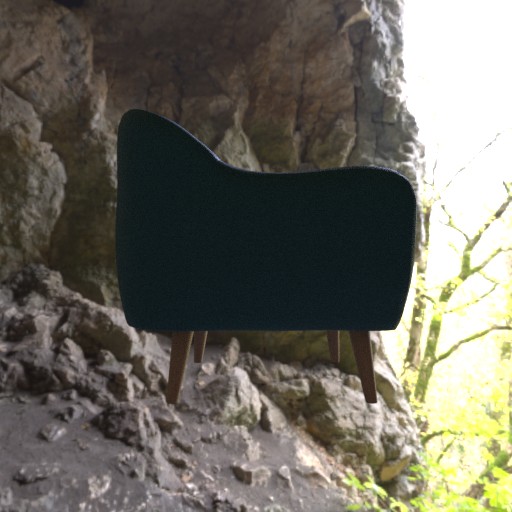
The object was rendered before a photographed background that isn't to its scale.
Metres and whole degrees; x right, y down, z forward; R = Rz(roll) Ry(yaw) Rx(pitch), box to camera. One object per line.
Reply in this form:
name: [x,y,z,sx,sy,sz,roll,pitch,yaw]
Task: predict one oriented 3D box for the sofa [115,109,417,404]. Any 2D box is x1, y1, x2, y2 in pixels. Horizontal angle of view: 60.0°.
sofa: [0.000,0.000,1.495,0.825,0.817,0.836,0,-2,0]
